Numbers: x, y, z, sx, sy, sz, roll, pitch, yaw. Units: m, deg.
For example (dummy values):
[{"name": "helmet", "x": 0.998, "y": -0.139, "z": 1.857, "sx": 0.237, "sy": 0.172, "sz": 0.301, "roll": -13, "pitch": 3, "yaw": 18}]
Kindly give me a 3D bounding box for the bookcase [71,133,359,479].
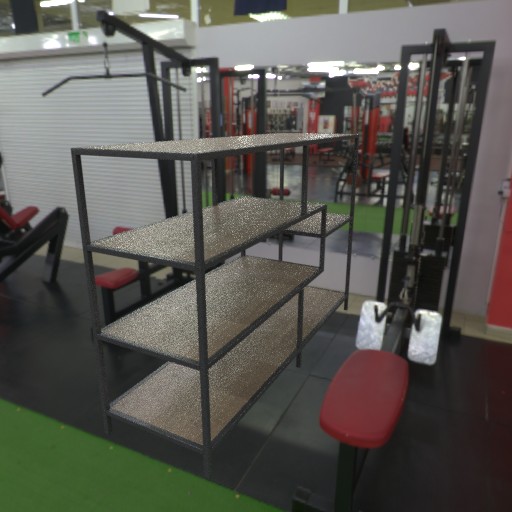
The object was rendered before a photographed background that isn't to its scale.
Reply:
[{"name": "bookcase", "x": 0.000, "y": 0.000, "z": 1.527, "sx": 0.350, "sy": 0.780, "sz": 1.140, "roll": 9, "pitch": 20, "yaw": 27}]
